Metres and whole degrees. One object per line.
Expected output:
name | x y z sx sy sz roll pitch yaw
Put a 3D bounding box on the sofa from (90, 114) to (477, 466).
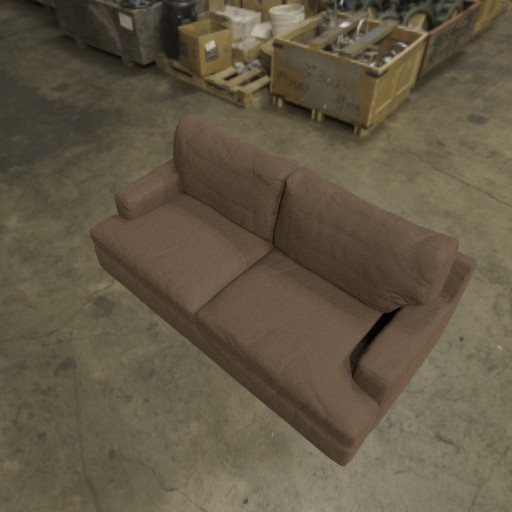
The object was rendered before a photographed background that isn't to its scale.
sofa | 0.000 0.000 2.836 2.274 0.950 1.140 33 54 28
